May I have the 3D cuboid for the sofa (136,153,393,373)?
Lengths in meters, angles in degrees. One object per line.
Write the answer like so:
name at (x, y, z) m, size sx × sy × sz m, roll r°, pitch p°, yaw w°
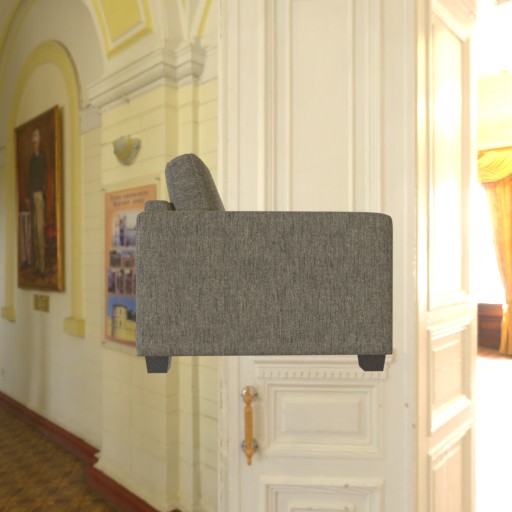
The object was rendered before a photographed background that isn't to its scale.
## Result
sofa at (0.000, 0.000, 2.585) m, size 0.900 × 0.800 × 2.160 m, roll 0°, pitch 0°, yaw -2°
